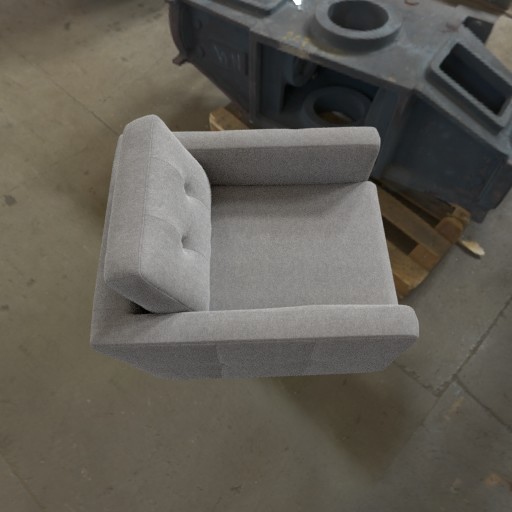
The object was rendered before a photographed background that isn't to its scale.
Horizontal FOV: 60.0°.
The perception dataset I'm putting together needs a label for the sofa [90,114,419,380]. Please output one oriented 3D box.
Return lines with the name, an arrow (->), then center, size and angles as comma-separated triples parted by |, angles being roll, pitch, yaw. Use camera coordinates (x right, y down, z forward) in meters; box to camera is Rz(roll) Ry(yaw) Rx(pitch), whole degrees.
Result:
sofa -> 0.000, 0.000, 1.536 | 0.920, 0.860, 0.770 | -2, 63, -1
